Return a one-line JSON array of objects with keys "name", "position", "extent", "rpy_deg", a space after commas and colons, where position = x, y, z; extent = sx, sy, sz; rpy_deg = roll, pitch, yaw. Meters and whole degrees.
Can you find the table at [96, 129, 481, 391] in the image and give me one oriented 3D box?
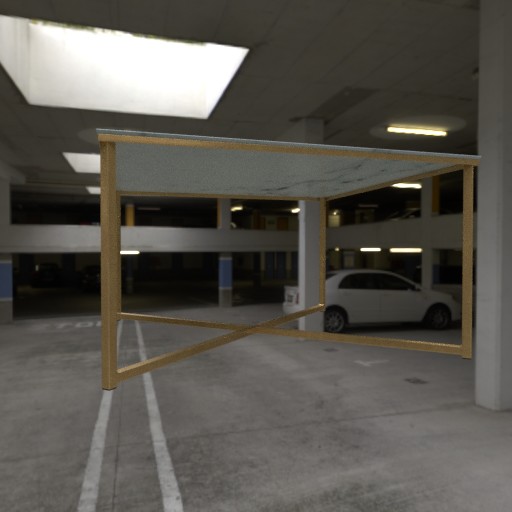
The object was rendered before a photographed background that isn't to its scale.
[{"name": "table", "position": [0.000, 0.000, 1.250], "extent": [0.800, 0.450, 0.800], "rpy_deg": [0, 1, -16]}]
